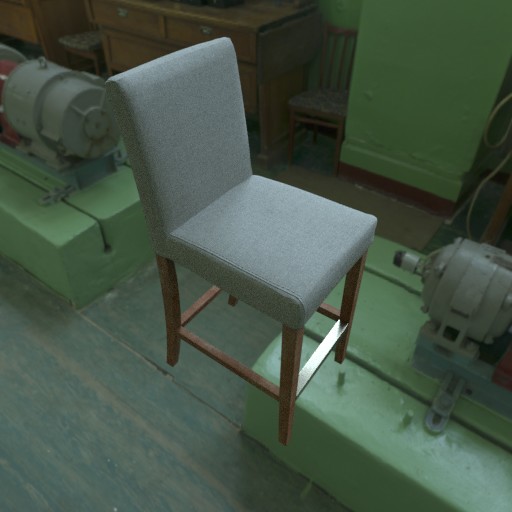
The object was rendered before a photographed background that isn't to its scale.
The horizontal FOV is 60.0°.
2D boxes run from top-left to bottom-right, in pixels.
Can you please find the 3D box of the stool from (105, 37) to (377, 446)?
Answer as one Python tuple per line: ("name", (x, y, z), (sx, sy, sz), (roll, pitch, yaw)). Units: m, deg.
("stool", (0.000, 0.000, 1.354), (0.570, 1.088, 0.439), (25, 47, 26))
